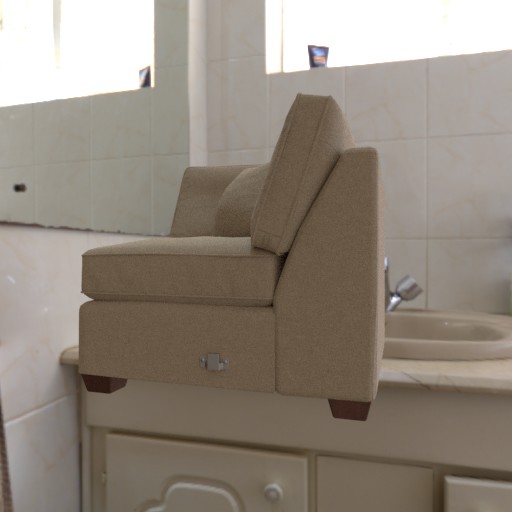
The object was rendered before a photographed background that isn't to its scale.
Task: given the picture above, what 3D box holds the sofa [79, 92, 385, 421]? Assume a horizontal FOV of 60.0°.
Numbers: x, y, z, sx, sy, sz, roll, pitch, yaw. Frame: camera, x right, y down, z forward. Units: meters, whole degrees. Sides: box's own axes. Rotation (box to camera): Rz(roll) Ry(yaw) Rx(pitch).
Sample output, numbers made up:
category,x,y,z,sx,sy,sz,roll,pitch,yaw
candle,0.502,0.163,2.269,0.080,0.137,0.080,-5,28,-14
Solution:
category,x,y,z,sx,sy,sz,roll,pitch,yaw
sofa,0.000,0.000,1.966,1.084,1.002,1.146,0,0,17
